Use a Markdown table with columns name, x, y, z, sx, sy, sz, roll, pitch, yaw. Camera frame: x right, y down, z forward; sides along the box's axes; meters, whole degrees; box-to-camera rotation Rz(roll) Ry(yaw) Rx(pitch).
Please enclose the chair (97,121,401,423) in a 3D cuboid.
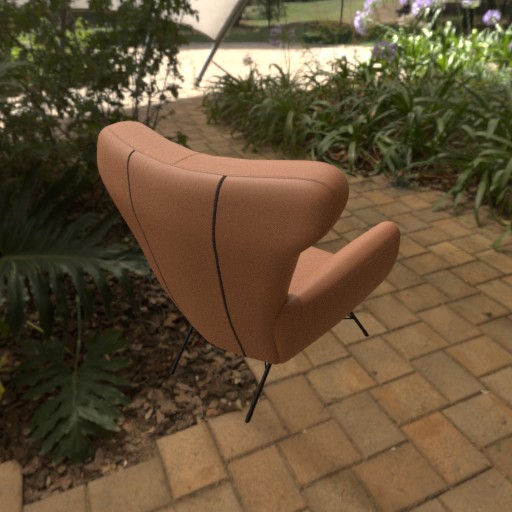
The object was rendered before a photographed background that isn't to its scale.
| name | x | y | z | sx | sy | sz | roll | pitch | yaw |
| --- | --- | --- | --- | --- | --- | --- | --- | --- | --- |
| chair | 0.000 | 0.000 | 1.802 | 0.980 | 1.050 | 0.900 | 21 | 36 | 32 |
